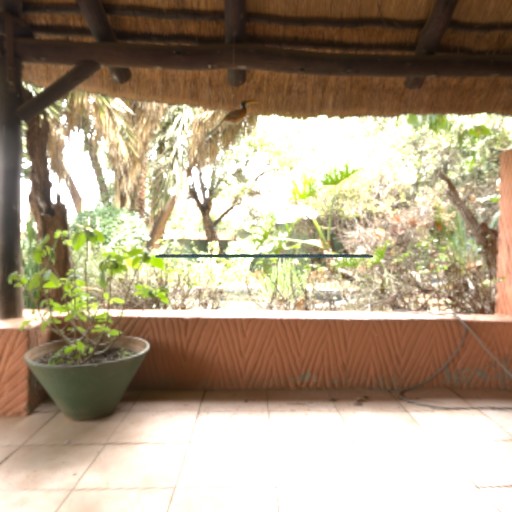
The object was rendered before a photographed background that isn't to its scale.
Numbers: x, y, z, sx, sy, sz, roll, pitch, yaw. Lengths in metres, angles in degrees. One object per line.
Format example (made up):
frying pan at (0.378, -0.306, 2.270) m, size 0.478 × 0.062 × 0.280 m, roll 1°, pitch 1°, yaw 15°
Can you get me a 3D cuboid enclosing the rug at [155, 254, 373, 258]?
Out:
rug at (0.000, 0.000, 2.434) m, size 0.662 × 0.011 × 2.196 m, roll 0°, pitch 0°, yaw -1°
